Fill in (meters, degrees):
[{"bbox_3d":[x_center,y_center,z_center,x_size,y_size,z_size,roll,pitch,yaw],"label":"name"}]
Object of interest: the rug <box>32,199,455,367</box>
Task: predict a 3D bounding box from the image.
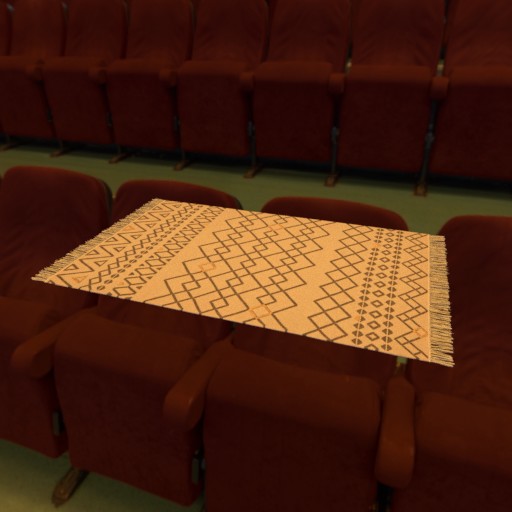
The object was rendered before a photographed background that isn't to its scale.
[{"bbox_3d":[0.000,0.000,2.474,2.023,0.028,1.224,9,29,17],"label":"rug"}]
